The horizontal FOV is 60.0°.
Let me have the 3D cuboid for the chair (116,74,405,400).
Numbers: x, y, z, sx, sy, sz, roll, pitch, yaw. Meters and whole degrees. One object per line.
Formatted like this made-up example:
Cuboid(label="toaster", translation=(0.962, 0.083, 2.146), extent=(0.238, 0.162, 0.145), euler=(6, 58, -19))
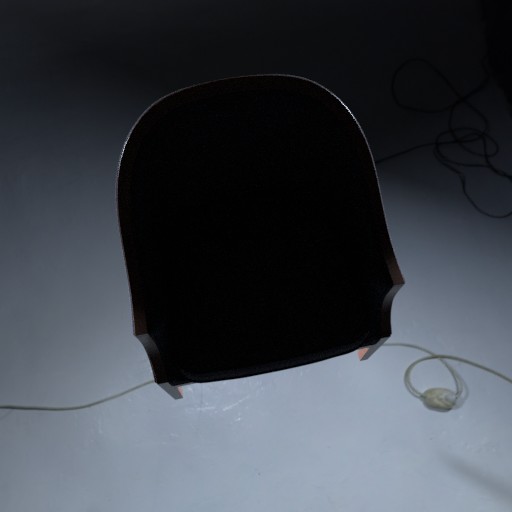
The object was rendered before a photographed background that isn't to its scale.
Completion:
Cuboid(label="chair", translation=(0.000, 0.000, 1.490), extent=(0.803, 0.876, 0.735), euler=(-10, 65, -5))
